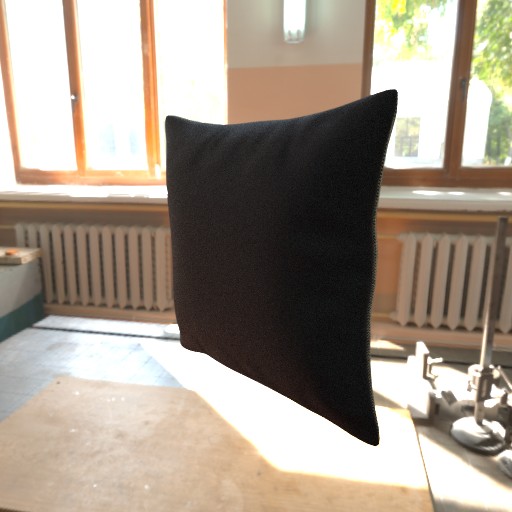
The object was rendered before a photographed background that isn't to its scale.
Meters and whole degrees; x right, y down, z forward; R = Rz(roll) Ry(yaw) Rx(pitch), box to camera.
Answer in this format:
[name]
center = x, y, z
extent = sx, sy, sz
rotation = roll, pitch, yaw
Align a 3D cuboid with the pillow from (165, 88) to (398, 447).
[pillow]
center = 0.000, 0.000, 0.785
extent = 0.166, 0.508, 0.520
rotation = -12, 17, -42
